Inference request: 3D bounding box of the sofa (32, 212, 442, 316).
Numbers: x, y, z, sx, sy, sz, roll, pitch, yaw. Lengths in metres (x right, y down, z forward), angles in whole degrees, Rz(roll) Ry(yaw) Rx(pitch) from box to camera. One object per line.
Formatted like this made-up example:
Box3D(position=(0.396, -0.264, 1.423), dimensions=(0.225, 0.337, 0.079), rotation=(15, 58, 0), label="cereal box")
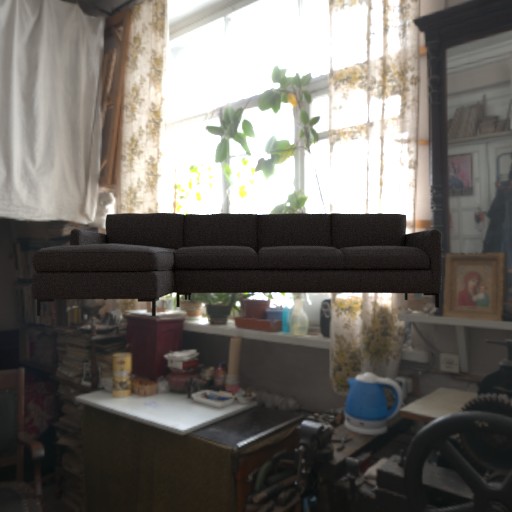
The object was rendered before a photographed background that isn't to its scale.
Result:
Box3D(position=(0.000, 0.000, 3.291), dimensions=(2.731, 0.754, 1.258), rotation=(0, -1, 0), label="sofa")
